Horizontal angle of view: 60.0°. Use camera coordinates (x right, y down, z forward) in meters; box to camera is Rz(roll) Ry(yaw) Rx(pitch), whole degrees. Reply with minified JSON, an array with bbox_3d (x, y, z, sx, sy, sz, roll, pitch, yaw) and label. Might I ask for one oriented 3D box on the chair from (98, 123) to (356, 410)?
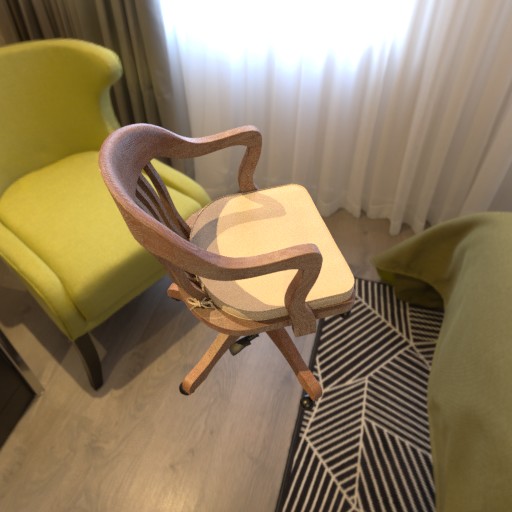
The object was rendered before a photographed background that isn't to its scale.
[{"bbox_3d":[0.000,0.000,1.458,0.788,0.878,0.750,-11,48,-10],"label":"chair"}]
